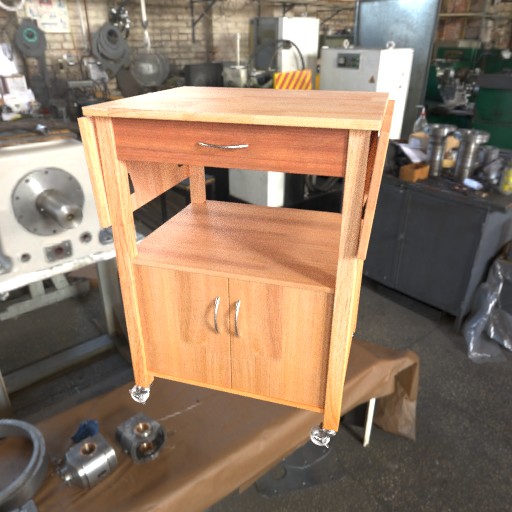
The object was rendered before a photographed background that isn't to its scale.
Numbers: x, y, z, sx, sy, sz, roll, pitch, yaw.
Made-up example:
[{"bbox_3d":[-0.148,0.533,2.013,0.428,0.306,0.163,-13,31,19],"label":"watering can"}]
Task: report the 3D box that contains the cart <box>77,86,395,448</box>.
[{"bbox_3d":[0.000,0.000,1.245,0.640,0.838,0.508,8,27,15],"label":"cart"}]
